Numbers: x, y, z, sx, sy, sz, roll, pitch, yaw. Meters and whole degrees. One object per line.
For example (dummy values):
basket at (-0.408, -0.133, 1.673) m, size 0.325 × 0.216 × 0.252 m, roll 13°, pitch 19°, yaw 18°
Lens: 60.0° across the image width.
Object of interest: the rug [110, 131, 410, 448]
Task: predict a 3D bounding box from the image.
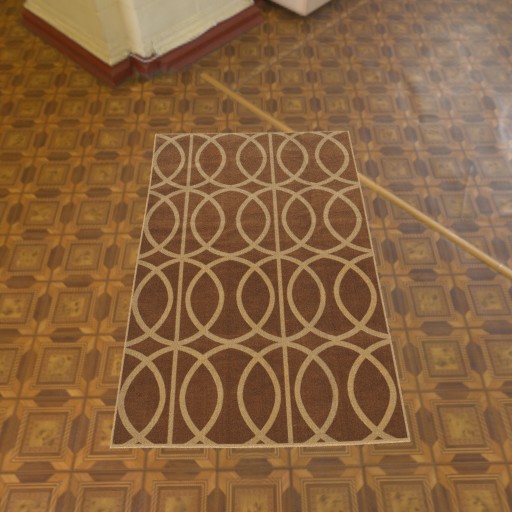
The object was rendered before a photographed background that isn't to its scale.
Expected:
rug at (0.000, 0.000, 2.852) m, size 1.528 × 0.014 × 2.294 m, roll -1°, pitch 57°, yaw -1°
